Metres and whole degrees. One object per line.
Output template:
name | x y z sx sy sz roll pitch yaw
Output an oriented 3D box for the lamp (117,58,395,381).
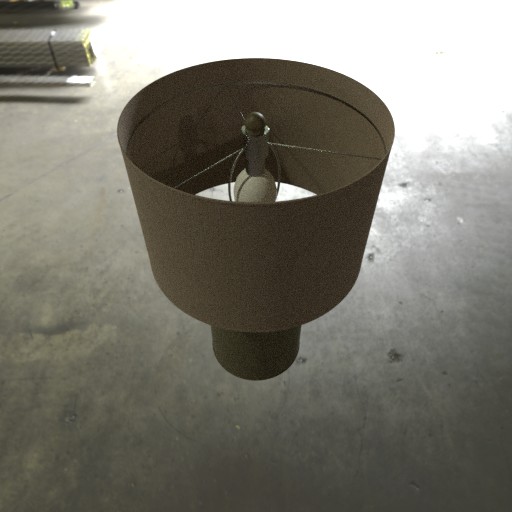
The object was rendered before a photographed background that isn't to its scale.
lamp | 0.000 0.000 0.693 0.318 0.486 0.318 0 47 0
